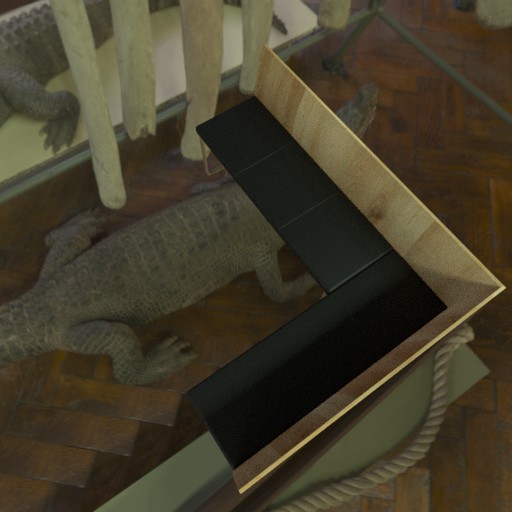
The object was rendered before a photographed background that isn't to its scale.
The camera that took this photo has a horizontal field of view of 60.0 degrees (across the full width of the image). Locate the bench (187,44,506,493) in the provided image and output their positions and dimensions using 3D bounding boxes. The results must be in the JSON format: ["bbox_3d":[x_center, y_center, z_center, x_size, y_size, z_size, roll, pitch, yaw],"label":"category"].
[{"bbox_3d":[0.000,0.000,2.649,1.495,0.930,1.945,-32,70,-14],"label":"bench"}]
